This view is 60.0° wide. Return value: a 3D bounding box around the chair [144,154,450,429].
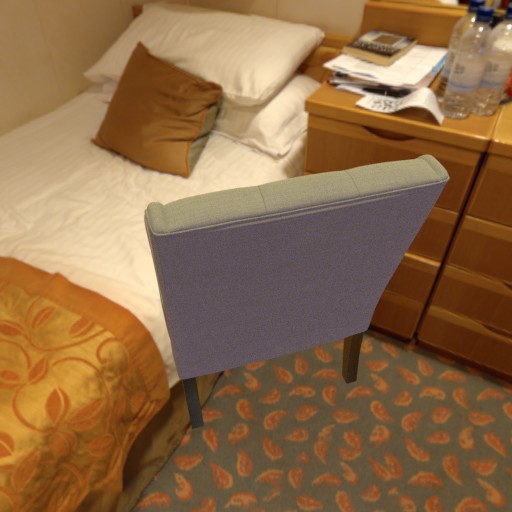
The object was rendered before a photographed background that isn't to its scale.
[{"bbox_3d":[0.000,0.000,1.264,0.569,0.853,0.676,-12,43,-13],"label":"chair"}]
